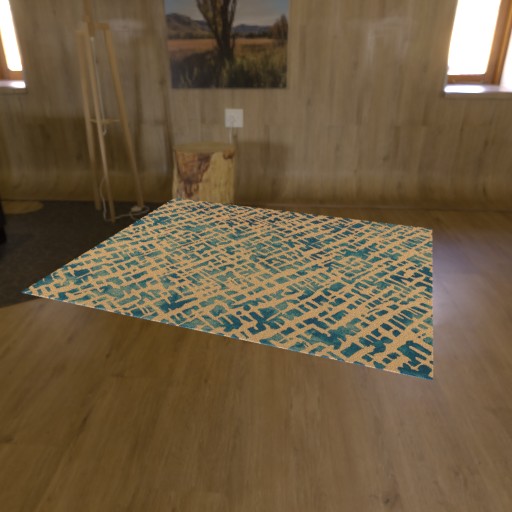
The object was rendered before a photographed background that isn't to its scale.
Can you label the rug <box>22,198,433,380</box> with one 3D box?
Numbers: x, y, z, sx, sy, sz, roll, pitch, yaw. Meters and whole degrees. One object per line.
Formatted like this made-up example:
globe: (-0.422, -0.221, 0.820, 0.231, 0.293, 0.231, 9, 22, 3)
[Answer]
rug: (0.000, 0.000, 4.007, 3.007, 0.007, 2.435, 9, 27, 18)
